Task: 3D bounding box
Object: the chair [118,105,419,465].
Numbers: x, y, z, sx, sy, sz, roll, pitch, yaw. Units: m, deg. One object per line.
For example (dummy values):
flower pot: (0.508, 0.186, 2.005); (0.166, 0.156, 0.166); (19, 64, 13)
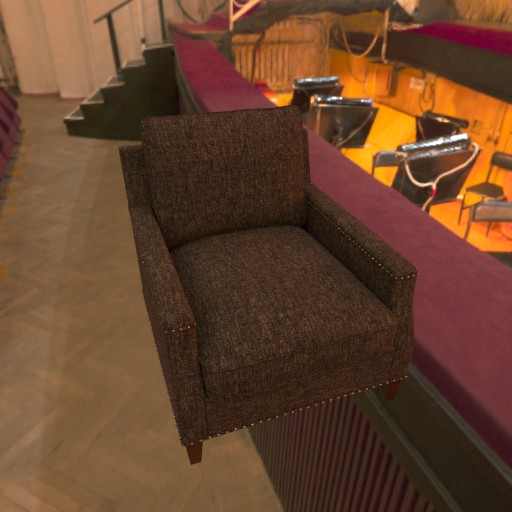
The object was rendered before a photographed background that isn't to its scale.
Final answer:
chair: (0.000, 0.000, 1.717); (0.853, 0.943, 1.014); (-11, 33, -17)
